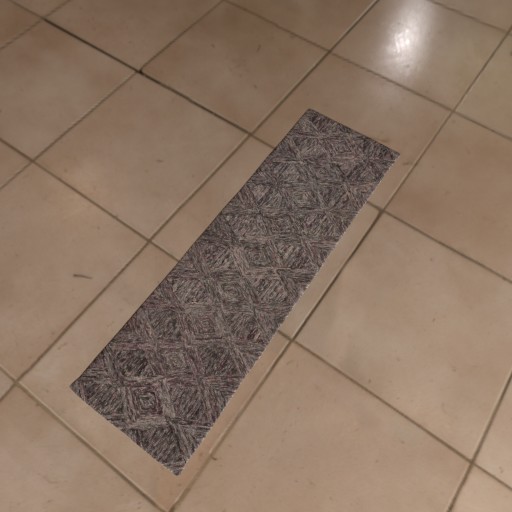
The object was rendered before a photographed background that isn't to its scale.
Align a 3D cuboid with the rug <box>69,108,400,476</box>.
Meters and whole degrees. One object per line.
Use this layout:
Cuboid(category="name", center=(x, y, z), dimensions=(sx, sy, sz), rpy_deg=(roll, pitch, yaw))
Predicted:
Cuboid(category="rug", center=(0.000, 0.000, 2.568), dimensions=(0.719, 0.013, 2.305), rpy_deg=(32, 68, 15))
